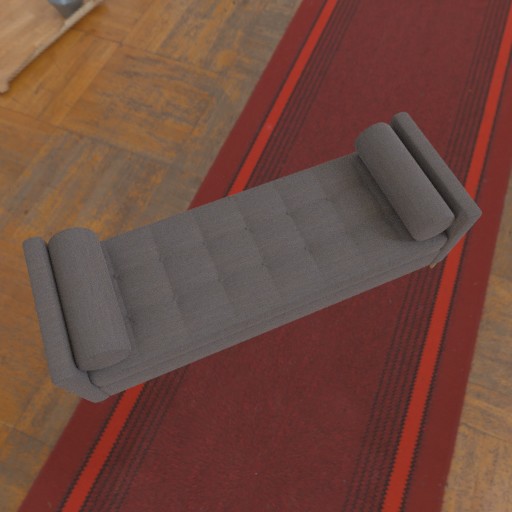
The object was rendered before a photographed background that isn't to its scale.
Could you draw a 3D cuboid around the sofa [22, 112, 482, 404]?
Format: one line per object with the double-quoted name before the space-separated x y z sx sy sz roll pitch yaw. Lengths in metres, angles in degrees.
"sofa" 0.000 0.000 2.264 1.981 0.635 0.686 -21 66 -10
